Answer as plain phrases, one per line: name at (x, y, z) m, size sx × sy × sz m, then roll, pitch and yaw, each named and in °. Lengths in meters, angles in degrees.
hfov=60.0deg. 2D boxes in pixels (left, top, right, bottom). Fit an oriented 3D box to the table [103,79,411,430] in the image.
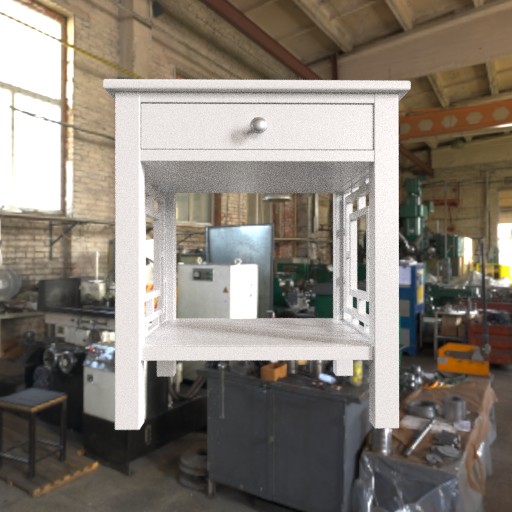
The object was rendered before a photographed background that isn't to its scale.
table at (0.000, 0.000, 1.025) m, size 0.564 × 0.646 × 0.451 m, roll 0°, pitch 0°, yaw -1°
